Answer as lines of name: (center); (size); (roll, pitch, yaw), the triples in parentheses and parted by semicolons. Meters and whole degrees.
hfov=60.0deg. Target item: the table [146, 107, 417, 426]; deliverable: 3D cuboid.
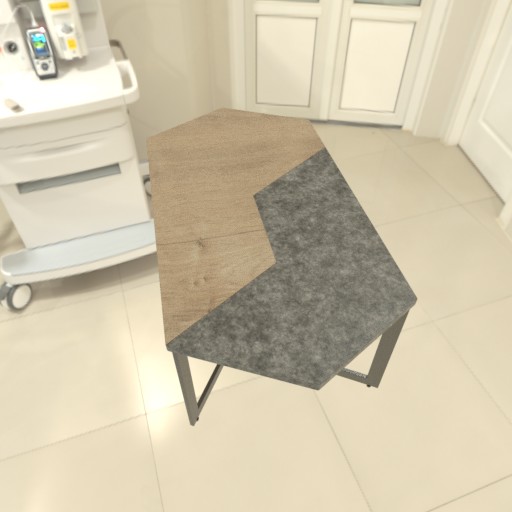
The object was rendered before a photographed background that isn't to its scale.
table: (0.000, 0.000, 1.496); (0.609, 0.457, 1.219); (-9, 46, -9)
